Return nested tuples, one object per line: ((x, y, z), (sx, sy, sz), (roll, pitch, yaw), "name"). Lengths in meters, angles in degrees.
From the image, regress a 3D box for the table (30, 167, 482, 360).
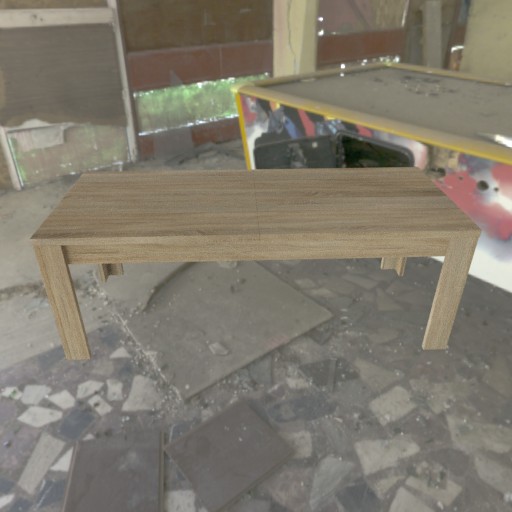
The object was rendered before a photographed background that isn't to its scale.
((0.000, 0.000, 2.742), (2.200, 0.790, 0.900), (-1, 31, -2), "table")
